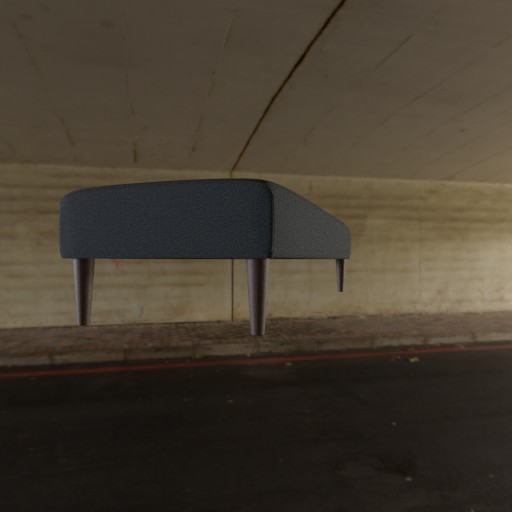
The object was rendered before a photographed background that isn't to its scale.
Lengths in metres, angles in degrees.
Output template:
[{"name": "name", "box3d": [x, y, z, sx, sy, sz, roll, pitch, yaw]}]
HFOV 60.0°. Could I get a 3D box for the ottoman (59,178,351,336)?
[{"name": "ottoman", "box3d": [0.000, 0.000, 1.871, 0.646, 0.393, 1.609, 0, 0, 18]}]
